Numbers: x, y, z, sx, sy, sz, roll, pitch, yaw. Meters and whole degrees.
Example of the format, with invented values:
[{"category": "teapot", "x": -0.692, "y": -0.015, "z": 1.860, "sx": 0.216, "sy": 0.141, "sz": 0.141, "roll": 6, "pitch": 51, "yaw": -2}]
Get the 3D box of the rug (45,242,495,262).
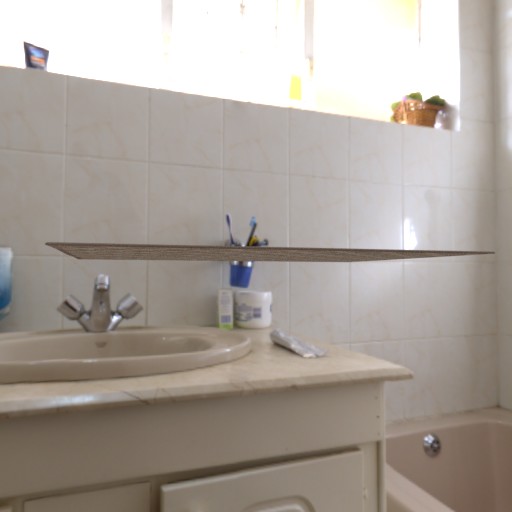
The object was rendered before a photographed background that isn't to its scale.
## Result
[{"category": "rug", "x": 0.000, "y": 0.000, "z": 2.851, "sx": 2.260, "sy": 0.013, "sz": 1.600, "roll": 1, "pitch": -3, "yaw": -18}]
